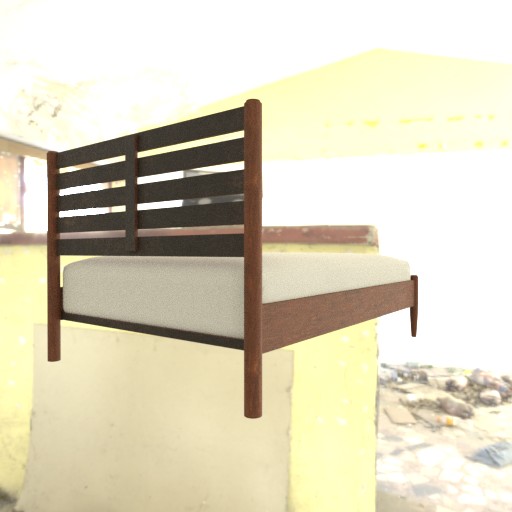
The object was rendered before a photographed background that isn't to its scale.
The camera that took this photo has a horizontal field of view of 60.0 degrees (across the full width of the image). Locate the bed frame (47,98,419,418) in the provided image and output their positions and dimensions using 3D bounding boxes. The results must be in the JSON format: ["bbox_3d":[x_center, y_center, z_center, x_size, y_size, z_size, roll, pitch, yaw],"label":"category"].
[{"bbox_3d":[0.000,0.000,3.193,1.655,1.321,2.234,0,1,37],"label":"bed frame"}]
